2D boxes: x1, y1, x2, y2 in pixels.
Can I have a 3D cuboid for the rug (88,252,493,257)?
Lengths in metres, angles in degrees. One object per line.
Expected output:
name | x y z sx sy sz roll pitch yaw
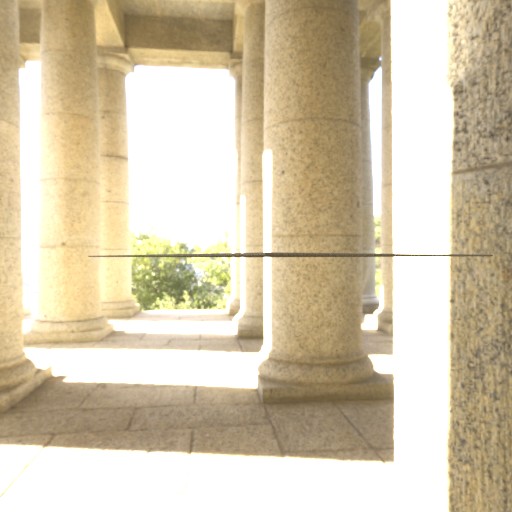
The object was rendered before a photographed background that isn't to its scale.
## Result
rug | 0.000 0.000 2.310 1.220 0.007 1.828 0 0 -35
